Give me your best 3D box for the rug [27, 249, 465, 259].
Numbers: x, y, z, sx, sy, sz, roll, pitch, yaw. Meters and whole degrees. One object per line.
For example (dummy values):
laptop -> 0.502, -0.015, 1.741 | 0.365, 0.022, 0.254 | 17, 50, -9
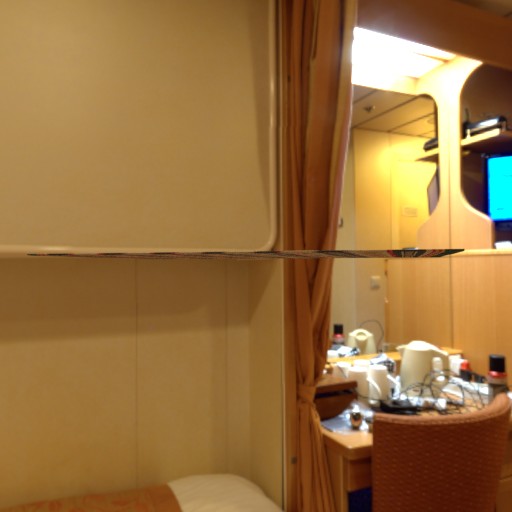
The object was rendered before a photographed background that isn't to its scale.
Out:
rug -> 0.000, 0.000, 3.036 | 2.447, 0.011, 1.520 | 0, -1, 19
